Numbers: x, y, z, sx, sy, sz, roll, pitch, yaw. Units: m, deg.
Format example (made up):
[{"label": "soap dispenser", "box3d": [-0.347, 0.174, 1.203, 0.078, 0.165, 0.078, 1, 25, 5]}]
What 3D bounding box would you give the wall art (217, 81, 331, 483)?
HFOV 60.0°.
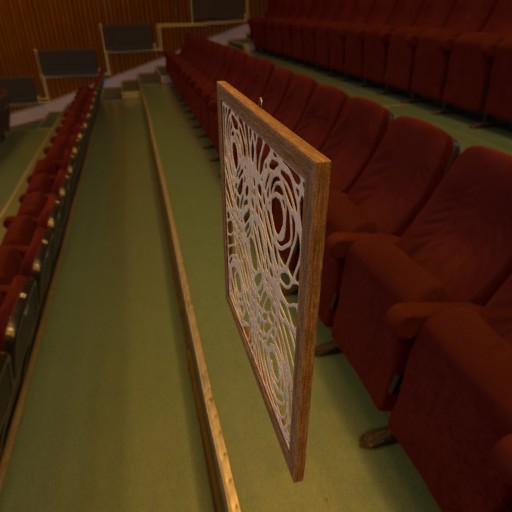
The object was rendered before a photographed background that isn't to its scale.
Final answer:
[{"label": "wall art", "box3d": [0.000, 0.000, 0.844, 0.021, 0.576, 0.561, -8, 31, -13]}]
